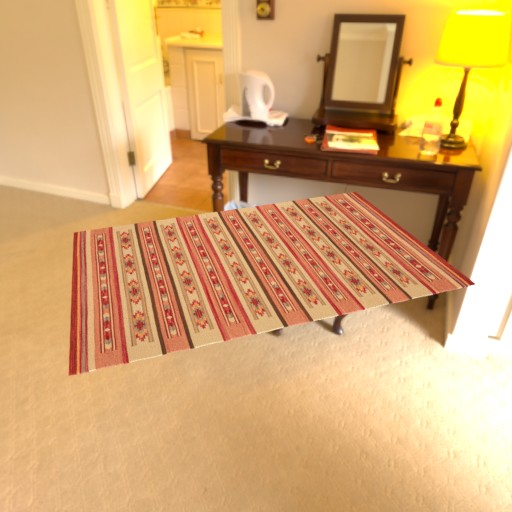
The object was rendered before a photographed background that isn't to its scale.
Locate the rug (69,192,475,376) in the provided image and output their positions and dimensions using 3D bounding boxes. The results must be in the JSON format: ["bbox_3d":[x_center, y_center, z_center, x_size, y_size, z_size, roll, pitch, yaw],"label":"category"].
[{"bbox_3d":[0.000,0.000,3.100,2.431,0.010,1.535,-10,33,-16],"label":"rug"}]
